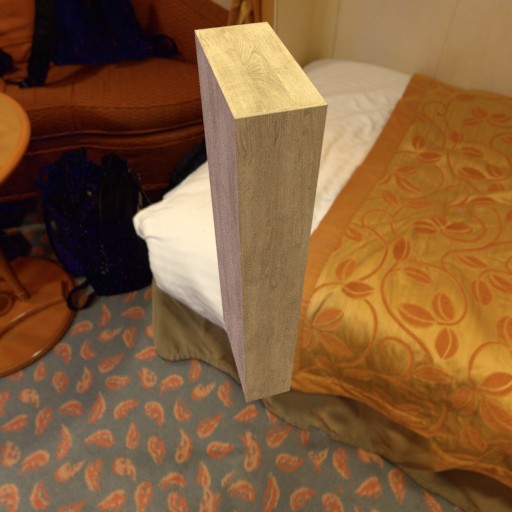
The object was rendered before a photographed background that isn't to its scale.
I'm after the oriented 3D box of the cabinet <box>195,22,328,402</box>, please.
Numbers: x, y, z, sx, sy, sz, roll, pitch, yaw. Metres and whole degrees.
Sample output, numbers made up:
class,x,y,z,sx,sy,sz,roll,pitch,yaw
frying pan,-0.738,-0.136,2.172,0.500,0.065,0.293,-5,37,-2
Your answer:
class,x,y,z,sx,sy,sz,roll,pitch,yaw
cabinet,0.000,0.000,1.843,0.250,1.630,0.520,-12,50,-10
